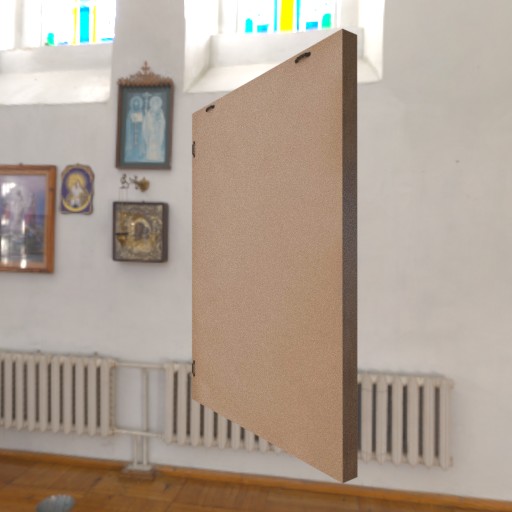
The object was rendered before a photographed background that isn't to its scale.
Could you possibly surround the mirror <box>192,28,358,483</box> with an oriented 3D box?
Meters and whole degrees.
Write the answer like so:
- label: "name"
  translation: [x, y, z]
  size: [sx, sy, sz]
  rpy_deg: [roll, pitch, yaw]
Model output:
- label: "mirror"
  translation: [0.000, 0.000, 0.907]
  size: [0.040, 0.710, 0.507]
  rpy_deg: [0, 0, -35]
